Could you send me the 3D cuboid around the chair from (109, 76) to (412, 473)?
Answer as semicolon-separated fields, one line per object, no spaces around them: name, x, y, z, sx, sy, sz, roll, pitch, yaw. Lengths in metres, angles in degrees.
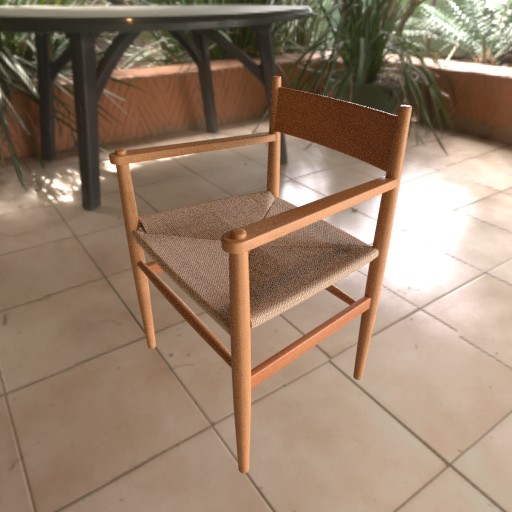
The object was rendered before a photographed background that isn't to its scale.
chair;0.000;0.000;1.130;0.495;0.762;0.556;-20;37;-30
